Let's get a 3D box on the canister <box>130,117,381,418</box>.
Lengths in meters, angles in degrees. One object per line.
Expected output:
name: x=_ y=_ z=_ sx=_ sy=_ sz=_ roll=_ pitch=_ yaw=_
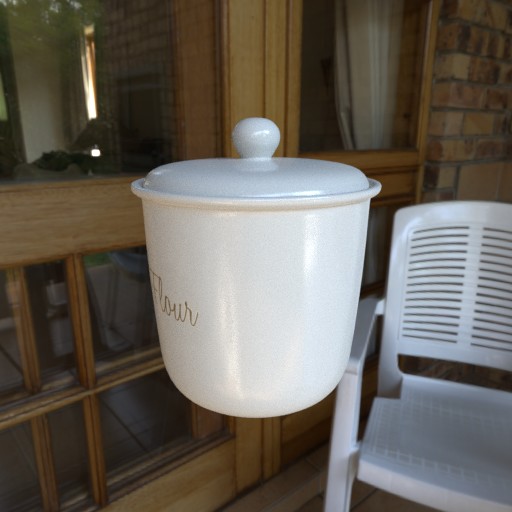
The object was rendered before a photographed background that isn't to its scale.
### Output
canister: x=0.000 y=0.000 z=0.349 sx=0.182 sy=0.208 sz=0.182 roll=0 pitch=16 yaw=0
